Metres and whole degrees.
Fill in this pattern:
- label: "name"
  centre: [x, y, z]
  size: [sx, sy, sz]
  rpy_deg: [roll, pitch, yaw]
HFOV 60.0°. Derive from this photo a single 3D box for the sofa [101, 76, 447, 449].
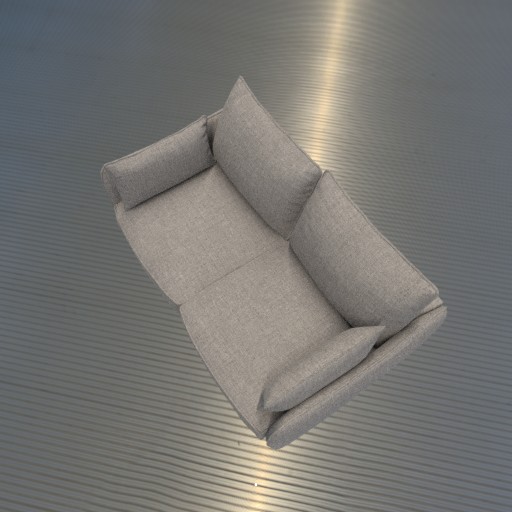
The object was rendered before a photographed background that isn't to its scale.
- label: "sofa"
  centre: [0.000, 0.000, 2.185]
  size: [0.972, 0.851, 1.580]
  rpy_deg: [-31, 67, -15]
